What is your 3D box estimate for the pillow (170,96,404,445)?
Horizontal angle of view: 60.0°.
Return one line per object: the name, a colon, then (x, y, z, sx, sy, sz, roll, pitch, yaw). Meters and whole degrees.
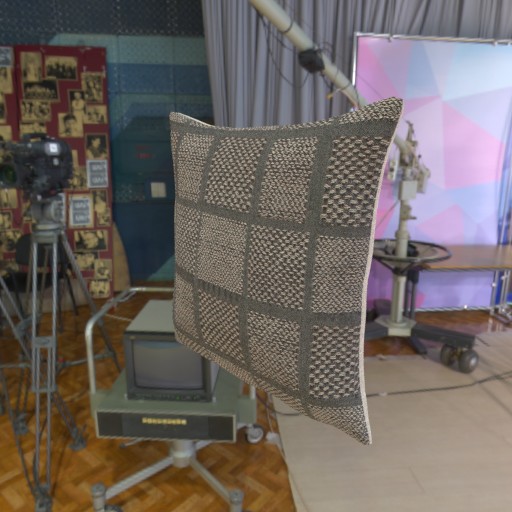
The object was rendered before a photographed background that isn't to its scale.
pillow: (0.000, 0.000, 0.671, 0.138, 0.432, 0.435, -14, 20, -42)
